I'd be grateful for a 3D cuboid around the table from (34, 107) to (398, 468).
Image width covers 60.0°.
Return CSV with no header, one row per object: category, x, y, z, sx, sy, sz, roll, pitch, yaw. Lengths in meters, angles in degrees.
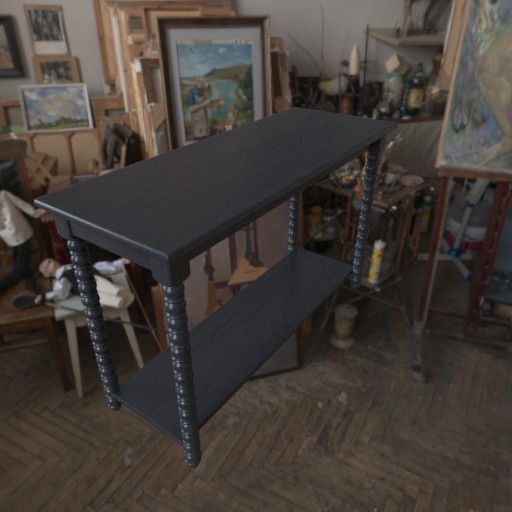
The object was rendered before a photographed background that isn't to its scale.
table,0.000,0.000,1.529,0.459,0.735,1.184,20,37,30
